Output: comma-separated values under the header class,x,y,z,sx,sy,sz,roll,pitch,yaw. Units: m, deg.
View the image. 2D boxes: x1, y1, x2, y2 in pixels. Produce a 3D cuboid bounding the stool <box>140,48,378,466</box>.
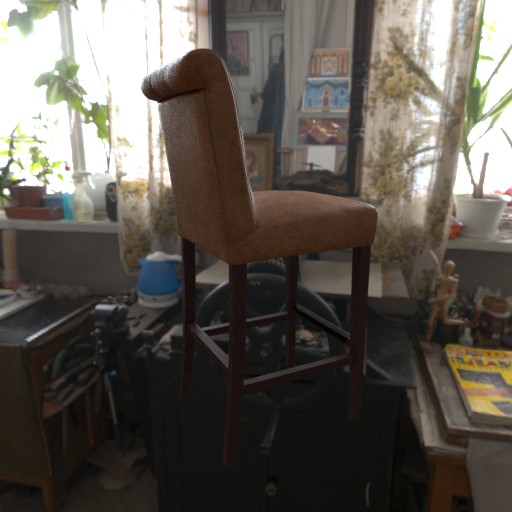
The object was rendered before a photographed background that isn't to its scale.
class,x,y,z,sx,sy,sz,roll,pitch,yaw
stool,0.000,0.000,1.447,0.601,1.140,0.493,-7,16,-26
